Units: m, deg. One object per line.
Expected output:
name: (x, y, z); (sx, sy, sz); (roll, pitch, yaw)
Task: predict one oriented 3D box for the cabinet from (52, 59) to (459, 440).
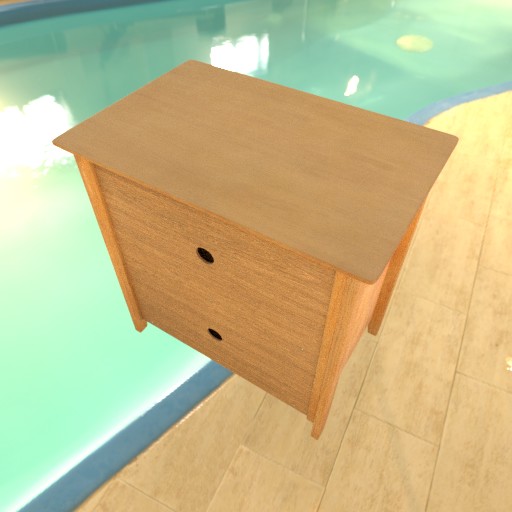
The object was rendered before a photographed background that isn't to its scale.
cabinet: (0.000, 0.000, 1.261); (0.763, 0.762, 0.503); (25, 52, 21)
